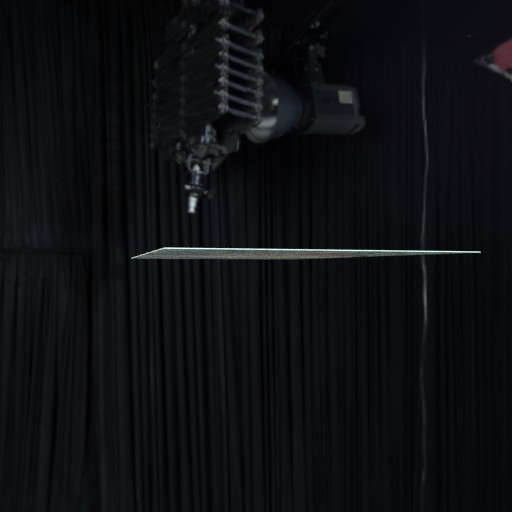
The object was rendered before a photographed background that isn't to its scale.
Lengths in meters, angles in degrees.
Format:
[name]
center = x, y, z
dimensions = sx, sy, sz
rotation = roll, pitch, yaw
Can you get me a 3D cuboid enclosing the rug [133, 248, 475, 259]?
[rug]
center = 0.000, 0.000, 3.023
dimensions = 1.566, 0.004, 2.363
rotation = 0, -1, -18
